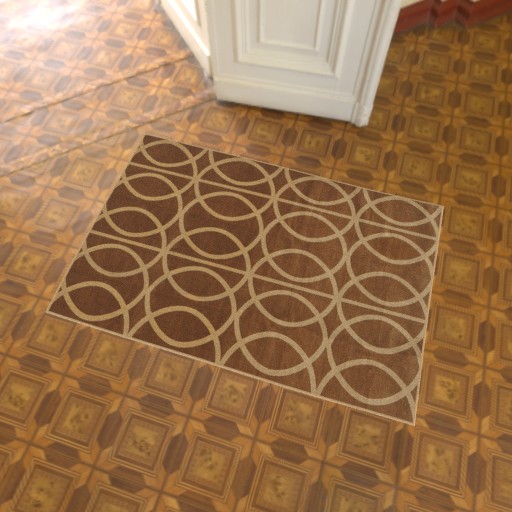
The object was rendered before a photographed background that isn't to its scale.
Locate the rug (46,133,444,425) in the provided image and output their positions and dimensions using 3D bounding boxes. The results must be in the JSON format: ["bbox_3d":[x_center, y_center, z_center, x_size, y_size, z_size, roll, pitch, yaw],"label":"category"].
[{"bbox_3d":[0.000,0.000,2.933,2.294,0.014,1.528,15,64,8],"label":"rug"}]
